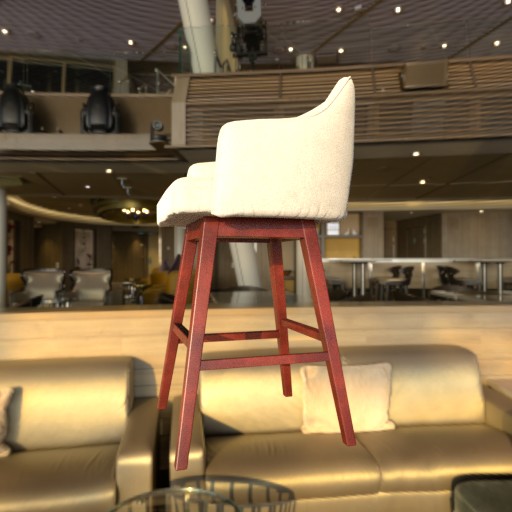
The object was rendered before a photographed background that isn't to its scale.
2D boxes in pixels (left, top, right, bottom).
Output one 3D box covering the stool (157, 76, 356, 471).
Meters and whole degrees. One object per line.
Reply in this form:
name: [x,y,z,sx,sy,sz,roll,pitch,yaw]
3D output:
stool: [0.000,0.000,1.348,0.558,1.012,0.548,0,-1,-18]
